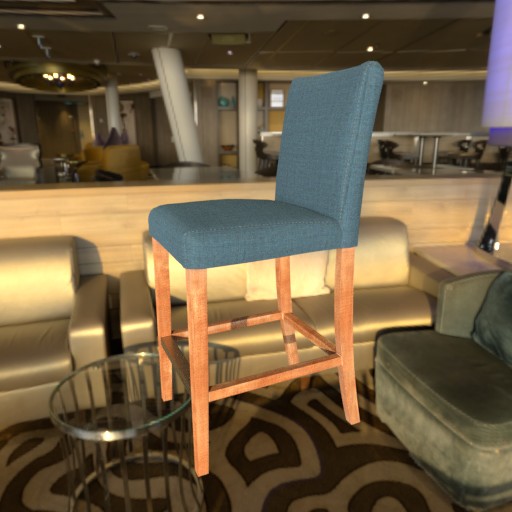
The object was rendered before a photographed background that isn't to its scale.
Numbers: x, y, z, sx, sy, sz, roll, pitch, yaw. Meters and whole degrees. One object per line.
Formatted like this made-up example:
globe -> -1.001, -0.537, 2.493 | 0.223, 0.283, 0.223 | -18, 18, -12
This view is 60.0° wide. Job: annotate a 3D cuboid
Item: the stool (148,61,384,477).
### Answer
stool -> 0.000, 0.000, 1.362 | 0.574, 1.088, 0.454 | -7, 17, -24
